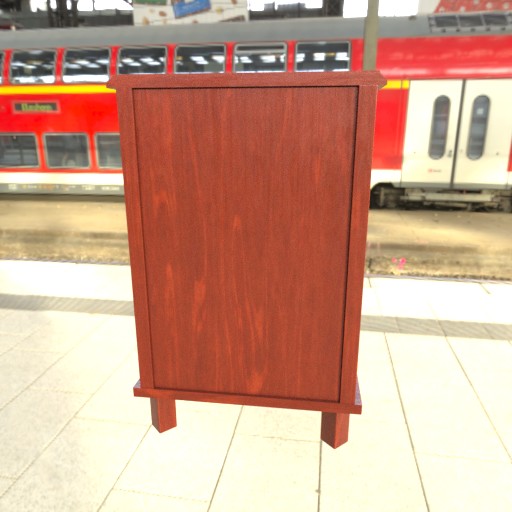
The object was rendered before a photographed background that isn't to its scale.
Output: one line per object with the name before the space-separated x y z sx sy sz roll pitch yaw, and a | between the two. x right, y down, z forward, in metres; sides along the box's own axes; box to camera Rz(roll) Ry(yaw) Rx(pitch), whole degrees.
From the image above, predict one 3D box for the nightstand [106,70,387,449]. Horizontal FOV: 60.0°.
nightstand | 0.000 0.000 0.934 0.435 0.681 0.351 2 16 7
